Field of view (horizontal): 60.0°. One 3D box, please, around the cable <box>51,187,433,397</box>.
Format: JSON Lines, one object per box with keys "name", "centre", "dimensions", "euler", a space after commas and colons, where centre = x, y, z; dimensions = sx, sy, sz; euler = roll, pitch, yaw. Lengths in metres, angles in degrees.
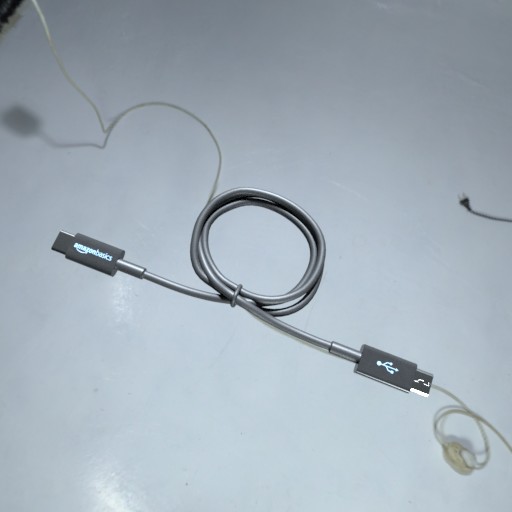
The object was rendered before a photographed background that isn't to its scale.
{"name": "cable", "centre": [0.000, 0.000, 0.215], "dimensions": [0.192, 0.014, 0.070], "euler": [20, 75, 6]}
